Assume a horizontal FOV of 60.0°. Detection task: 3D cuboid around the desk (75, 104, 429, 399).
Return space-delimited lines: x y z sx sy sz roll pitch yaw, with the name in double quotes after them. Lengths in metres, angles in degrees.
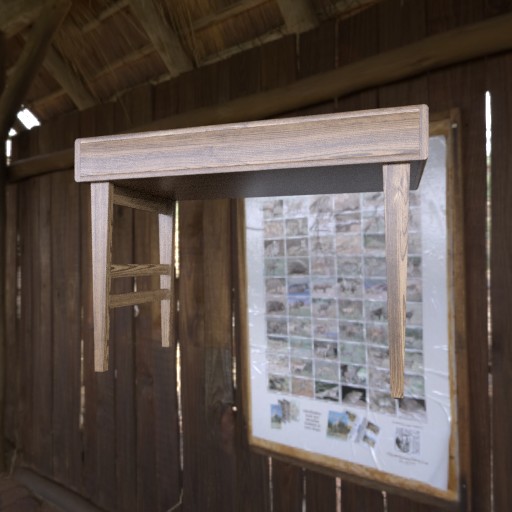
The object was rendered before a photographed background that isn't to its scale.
0.000 0.000 1.510 1.067 0.755 0.508 0 -1 17 "desk"
